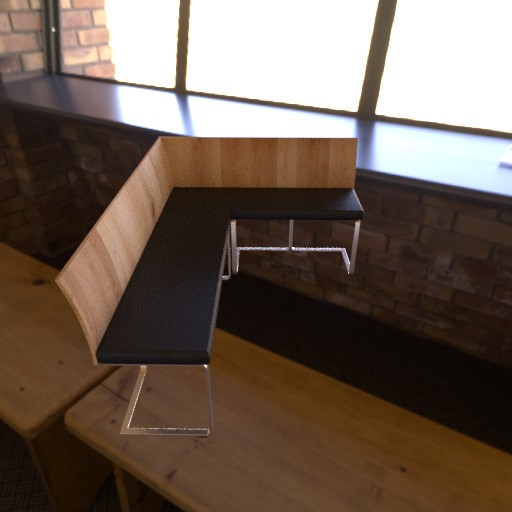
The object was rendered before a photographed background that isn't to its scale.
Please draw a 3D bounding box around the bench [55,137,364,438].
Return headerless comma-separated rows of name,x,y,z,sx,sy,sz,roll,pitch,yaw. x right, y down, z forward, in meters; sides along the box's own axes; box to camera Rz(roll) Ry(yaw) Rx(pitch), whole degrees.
bench,0.000,0.000,2.741,1.495,0.930,1.945,0,31,1
